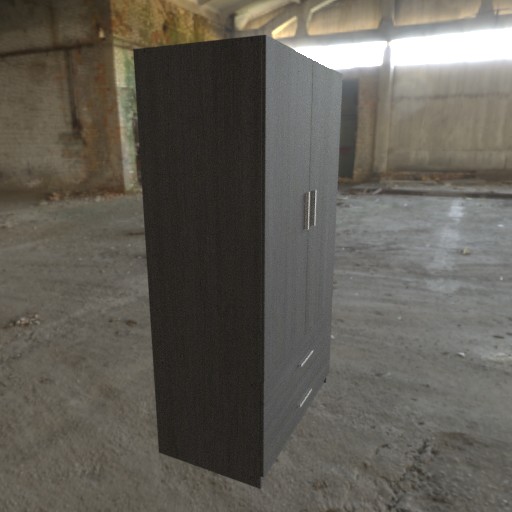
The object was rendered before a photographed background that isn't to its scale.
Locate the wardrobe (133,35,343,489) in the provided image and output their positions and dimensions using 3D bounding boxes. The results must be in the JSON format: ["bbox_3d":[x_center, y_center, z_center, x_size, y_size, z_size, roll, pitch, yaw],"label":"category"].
[{"bbox_3d":[0.000,0.000,2.241,0.577,1.808,0.991,7,16,25],"label":"wardrobe"}]
